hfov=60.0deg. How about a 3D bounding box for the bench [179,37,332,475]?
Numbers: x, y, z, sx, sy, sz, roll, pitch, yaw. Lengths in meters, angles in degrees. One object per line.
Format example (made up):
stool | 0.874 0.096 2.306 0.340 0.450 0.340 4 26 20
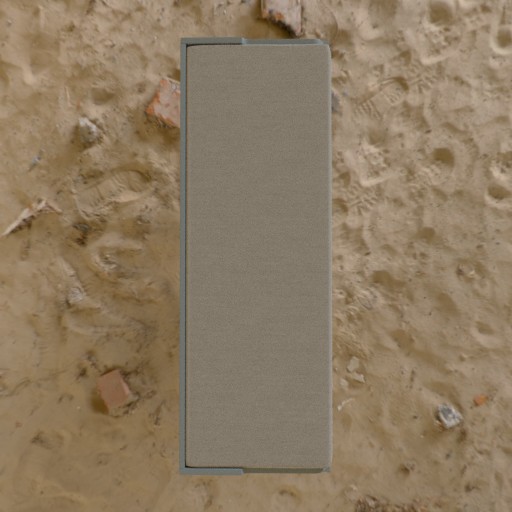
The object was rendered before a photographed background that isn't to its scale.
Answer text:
bench | 0.000 0.000 1.379 0.398 0.501 1.140 0 89 1
